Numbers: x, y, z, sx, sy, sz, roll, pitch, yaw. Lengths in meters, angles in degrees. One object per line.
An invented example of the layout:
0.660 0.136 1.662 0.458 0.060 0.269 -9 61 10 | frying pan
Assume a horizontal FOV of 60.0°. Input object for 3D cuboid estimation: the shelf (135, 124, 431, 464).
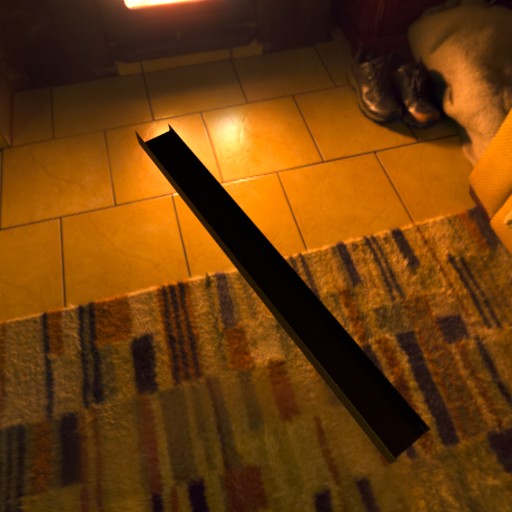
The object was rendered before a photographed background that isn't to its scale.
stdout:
0.000 0.000 0.950 0.092 0.049 0.924 -31 64 -17 | shelf
